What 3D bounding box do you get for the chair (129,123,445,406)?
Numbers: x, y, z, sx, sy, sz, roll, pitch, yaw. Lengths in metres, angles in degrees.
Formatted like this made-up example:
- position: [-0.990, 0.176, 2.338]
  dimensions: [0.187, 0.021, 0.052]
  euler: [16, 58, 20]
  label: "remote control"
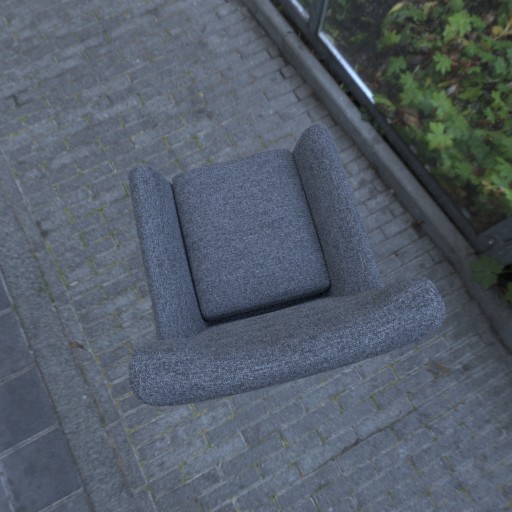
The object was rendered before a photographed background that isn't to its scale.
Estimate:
- position: [0.000, 0.000, 1.751]
  dimensions: [0.889, 1.039, 0.940]
  euler: [-14, 77, -3]
  label: "chair"
